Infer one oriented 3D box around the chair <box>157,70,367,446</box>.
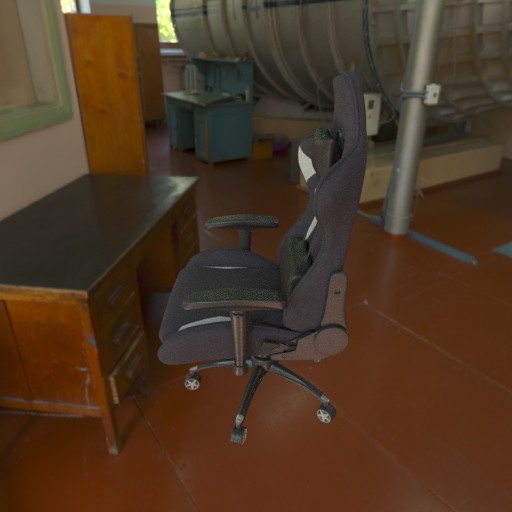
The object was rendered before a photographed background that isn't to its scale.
[{"bbox_3d":[0.000,0.000,1.683,0.695,1.300,0.730,0,26,0],"label":"chair"}]
